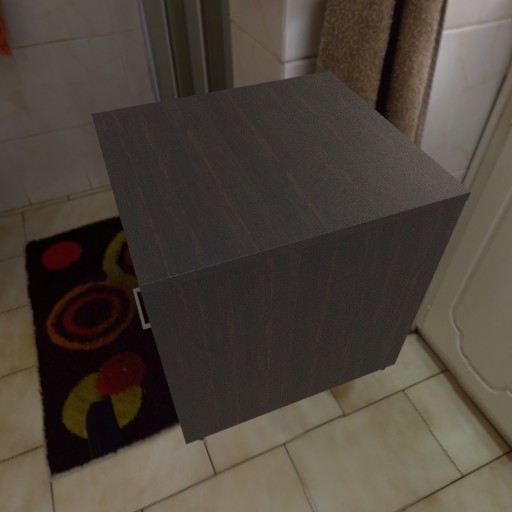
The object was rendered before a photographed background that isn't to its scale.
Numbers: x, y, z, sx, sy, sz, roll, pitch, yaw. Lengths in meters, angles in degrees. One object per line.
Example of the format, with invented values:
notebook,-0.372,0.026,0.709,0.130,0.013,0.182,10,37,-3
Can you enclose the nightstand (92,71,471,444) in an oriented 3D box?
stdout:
nightstand,0.000,0.000,0.828,0.461,0.460,0.400,-16,48,-15
